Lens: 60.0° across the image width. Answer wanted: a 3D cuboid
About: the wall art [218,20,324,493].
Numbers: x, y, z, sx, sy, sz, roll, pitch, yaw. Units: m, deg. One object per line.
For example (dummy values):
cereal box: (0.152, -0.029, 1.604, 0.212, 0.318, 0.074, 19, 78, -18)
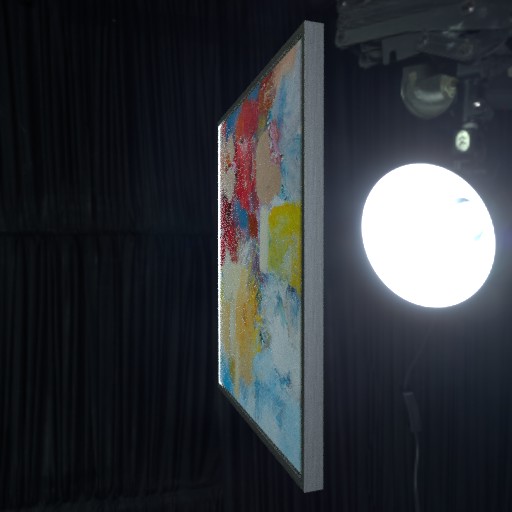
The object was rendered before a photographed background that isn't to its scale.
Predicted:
wall art: (0.000, 0.000, 0.748, 0.025, 0.569, 0.444, 0, 1, -19)
